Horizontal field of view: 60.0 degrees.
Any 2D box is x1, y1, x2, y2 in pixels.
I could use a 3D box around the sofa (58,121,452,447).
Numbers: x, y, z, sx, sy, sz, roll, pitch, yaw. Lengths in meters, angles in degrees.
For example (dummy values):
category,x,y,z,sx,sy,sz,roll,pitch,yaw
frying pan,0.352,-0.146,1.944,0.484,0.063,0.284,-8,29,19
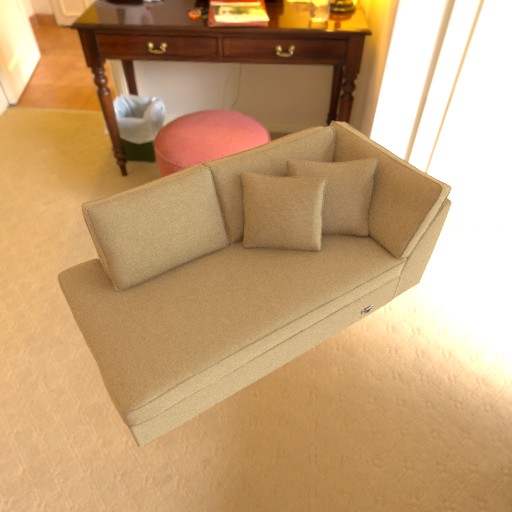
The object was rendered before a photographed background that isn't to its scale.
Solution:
category,x,y,z,sx,sy,sz,roll,pitch,yaw
sofa,0.000,0.000,2.812,2.237,1.033,1.110,-25,50,-22
